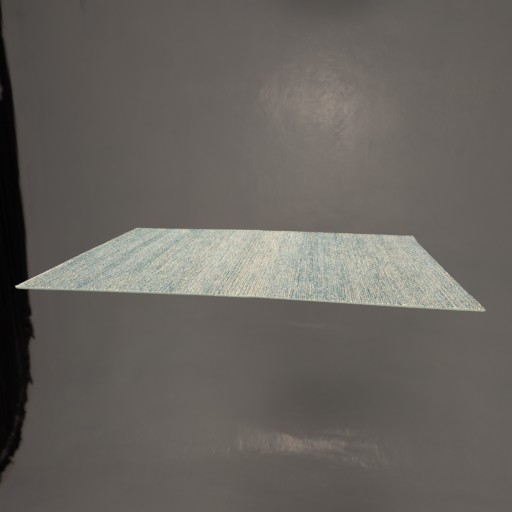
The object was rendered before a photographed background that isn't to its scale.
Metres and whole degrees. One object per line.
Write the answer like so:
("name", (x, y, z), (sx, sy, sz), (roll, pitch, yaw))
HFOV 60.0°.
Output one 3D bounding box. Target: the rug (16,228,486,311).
("rug", (0.000, 0.000, 5.124), (4.078, 0.052, 2.802), (2, 15, 8))
